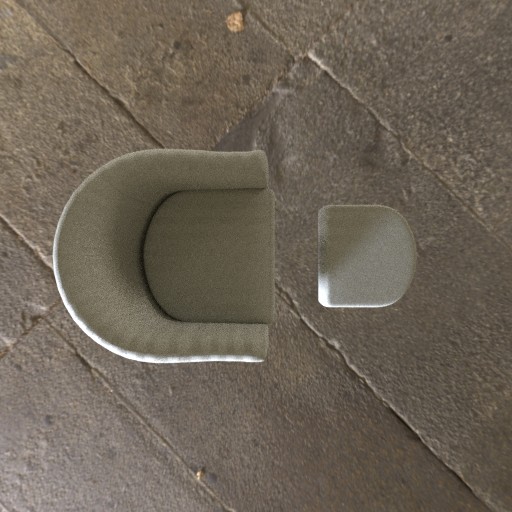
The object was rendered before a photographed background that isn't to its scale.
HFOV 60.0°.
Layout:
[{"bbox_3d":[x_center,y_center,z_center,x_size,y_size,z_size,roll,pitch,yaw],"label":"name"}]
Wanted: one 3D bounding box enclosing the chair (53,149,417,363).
[{"bbox_3d":[0.000,0.000,1.765,1.288,0.757,0.756,0,90,1],"label":"chair"}]
